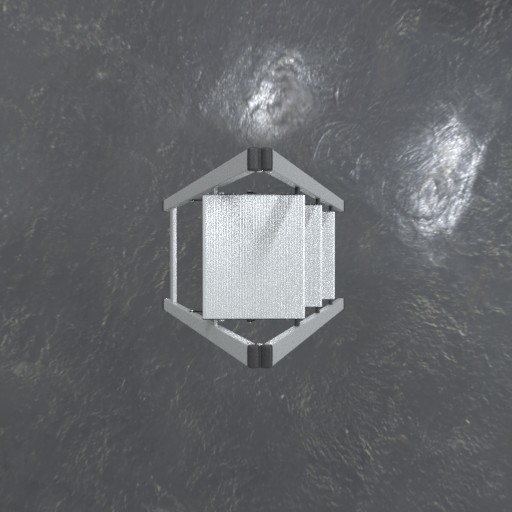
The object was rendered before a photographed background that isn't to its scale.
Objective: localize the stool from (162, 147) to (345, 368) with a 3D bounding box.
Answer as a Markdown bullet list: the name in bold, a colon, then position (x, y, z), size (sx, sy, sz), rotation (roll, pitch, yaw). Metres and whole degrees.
- **stool**: position (0.000, 0.000, 1.320), size (0.730, 0.902, 0.441), rotation (0, 91, -1)
